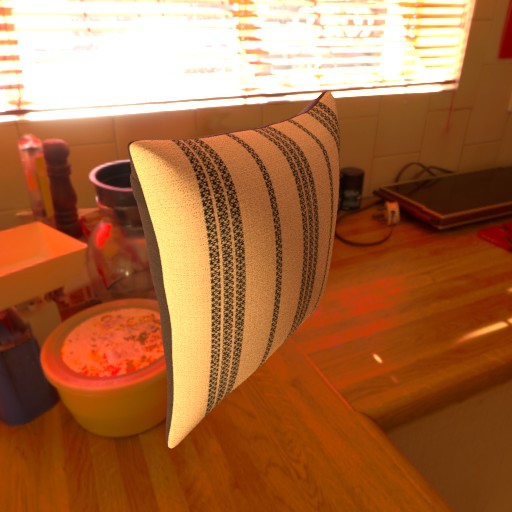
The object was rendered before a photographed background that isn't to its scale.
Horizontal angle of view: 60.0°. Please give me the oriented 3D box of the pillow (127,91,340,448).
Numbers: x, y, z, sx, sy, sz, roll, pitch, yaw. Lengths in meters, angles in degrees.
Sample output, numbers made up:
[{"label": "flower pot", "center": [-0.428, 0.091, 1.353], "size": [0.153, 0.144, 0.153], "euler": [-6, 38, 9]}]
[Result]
[{"label": "pillow", "center": [0.000, 0.000, 0.639], "size": [0.173, 0.406, 0.405], "euler": [18, 33, 30]}]
